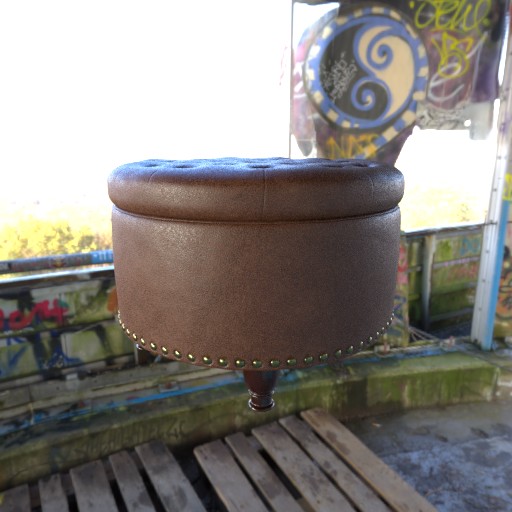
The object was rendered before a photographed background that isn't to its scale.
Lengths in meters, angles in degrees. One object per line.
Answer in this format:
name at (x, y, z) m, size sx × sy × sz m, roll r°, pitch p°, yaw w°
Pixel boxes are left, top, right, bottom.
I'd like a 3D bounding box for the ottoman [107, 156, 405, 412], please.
ottoman at (0.000, 0.000, 1.038) m, size 0.637 × 0.442 × 0.637 m, roll 0°, pitch 14°, yaw 0°
